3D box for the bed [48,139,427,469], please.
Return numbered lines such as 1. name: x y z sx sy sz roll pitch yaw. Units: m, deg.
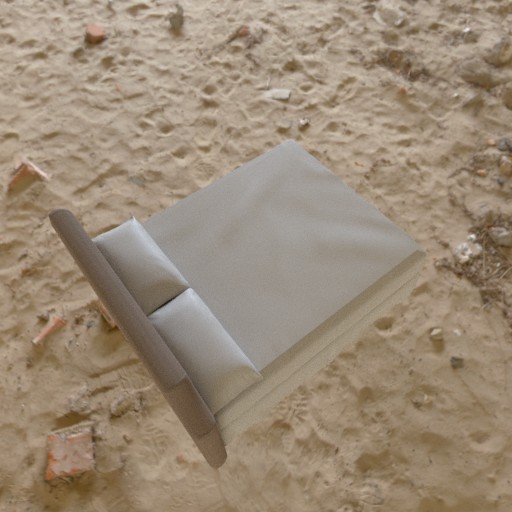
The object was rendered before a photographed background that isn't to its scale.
1. bed: 0.000 0.000 3.302 2.164 1.303 1.828 -33 63 -20
